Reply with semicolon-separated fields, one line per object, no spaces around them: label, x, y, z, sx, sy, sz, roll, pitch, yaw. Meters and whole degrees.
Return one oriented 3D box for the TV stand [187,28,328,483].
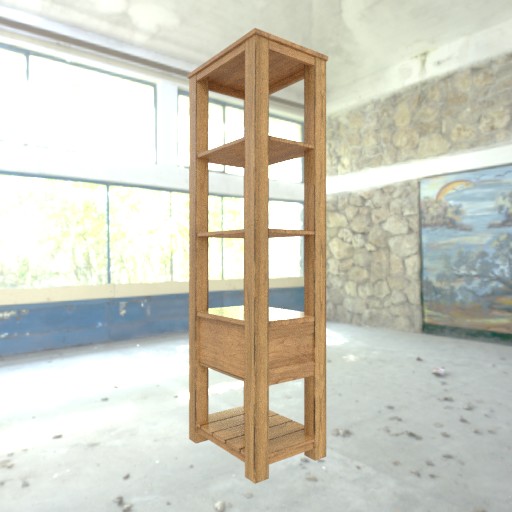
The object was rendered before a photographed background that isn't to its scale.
TV stand;0.000;0.000;2.123;0.435;1.828;0.565;0;0;-37
